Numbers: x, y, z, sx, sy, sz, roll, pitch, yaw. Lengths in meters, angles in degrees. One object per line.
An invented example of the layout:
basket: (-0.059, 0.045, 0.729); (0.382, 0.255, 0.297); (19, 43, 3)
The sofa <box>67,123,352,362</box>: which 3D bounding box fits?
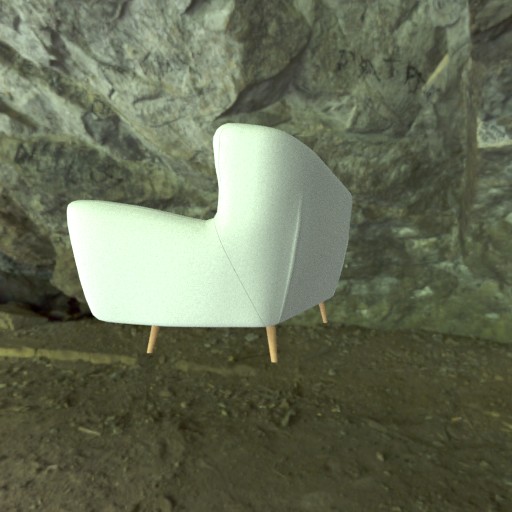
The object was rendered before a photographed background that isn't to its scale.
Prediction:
sofa: (0.000, 0.000, 2.406); (0.899, 0.890, 1.930); (0, 0, 19)
